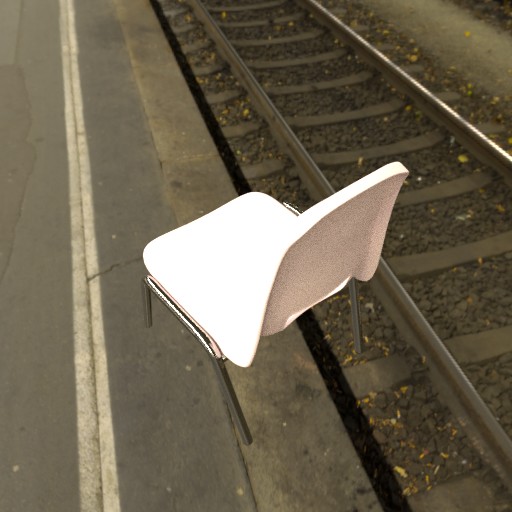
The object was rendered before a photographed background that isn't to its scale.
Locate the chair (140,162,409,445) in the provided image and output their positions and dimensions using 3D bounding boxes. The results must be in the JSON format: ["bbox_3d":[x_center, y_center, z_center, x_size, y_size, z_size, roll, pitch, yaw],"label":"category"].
[{"bbox_3d":[0.000,0.000,0.795,0.354,0.537,0.385,-30,53,-26],"label":"chair"}]
